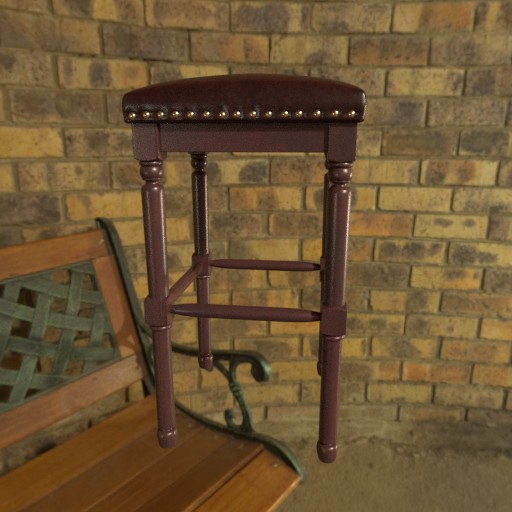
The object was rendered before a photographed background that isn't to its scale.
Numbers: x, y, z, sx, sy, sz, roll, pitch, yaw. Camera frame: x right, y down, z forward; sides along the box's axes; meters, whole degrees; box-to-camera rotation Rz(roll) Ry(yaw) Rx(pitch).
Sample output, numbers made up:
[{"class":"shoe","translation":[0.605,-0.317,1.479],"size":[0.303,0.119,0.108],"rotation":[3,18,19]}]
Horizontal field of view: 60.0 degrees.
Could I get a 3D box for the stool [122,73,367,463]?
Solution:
[{"class":"stool","translation":[0.000,0.000,0.928],"size":[0.383,0.702,0.382],"rotation":[2,15,7]}]
